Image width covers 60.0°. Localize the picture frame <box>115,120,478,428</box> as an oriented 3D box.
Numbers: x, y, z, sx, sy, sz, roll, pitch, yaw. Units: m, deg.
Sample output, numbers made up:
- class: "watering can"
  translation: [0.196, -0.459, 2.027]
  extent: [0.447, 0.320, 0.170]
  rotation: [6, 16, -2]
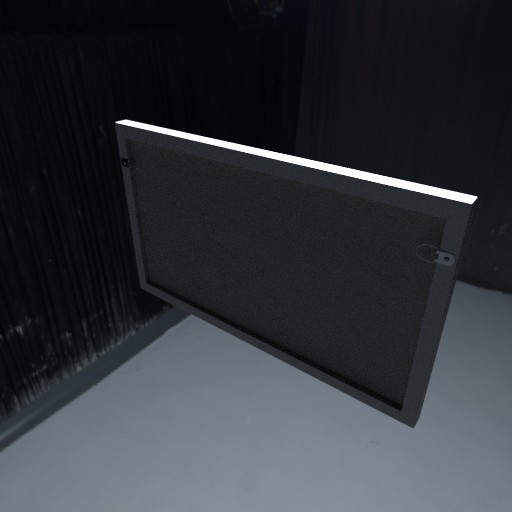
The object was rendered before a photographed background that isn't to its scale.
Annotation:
- class: "picture frame"
  translation: [0.000, 0.000, 0.779]
  extent: [0.647, 0.379, 0.044]
  rotation: [21, 36, 32]
